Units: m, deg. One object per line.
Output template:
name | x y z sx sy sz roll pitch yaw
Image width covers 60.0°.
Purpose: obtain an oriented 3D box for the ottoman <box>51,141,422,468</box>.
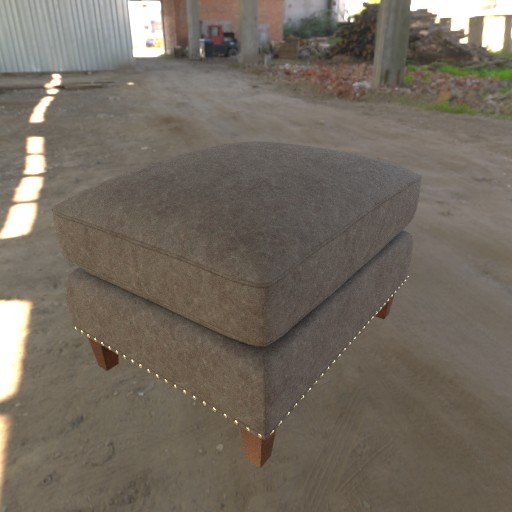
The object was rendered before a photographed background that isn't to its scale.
ottoman | 0.000 0.000 1.133 0.584 0.513 0.741 18 31 32
